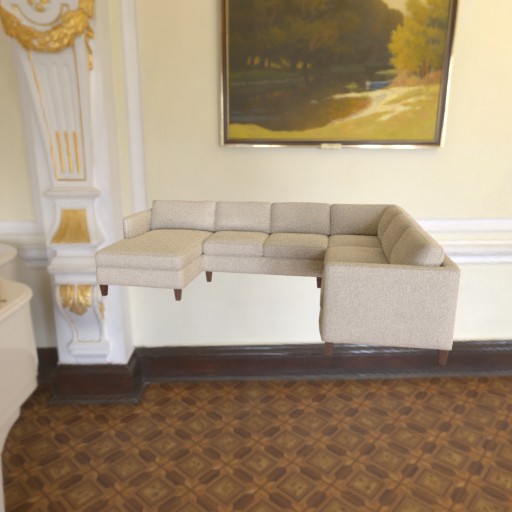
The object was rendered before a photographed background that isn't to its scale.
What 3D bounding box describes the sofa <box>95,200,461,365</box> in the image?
[{"bbox_3d":[0.000,0.000,4.437,3.238,0.853,2.551,3,14,10],"label":"sofa"}]
